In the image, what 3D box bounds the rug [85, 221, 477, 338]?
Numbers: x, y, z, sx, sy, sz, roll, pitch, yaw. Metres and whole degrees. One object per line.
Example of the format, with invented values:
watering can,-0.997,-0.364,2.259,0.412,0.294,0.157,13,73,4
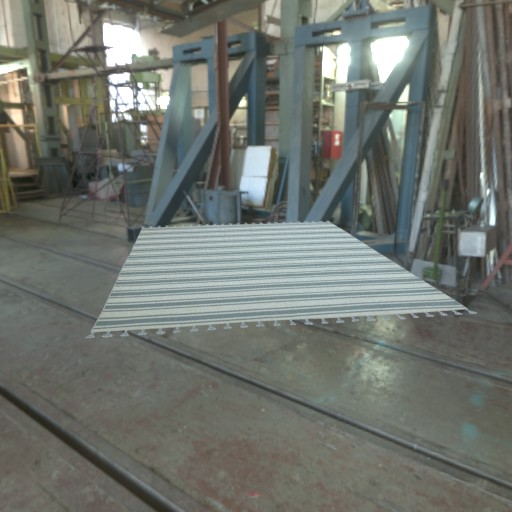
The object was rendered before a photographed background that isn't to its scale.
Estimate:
rug,0.000,0.000,4.214,2.439,0.005,3.201,-2,16,-8
